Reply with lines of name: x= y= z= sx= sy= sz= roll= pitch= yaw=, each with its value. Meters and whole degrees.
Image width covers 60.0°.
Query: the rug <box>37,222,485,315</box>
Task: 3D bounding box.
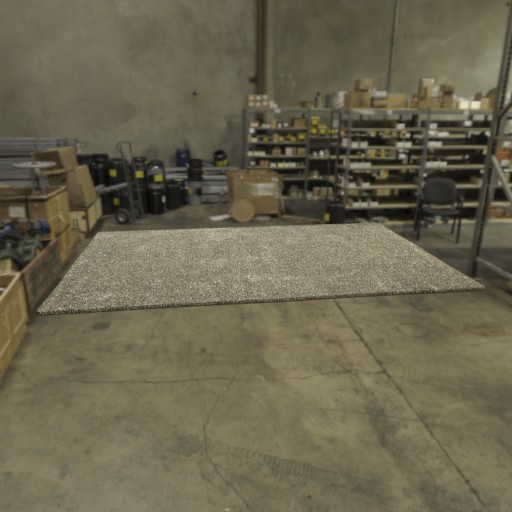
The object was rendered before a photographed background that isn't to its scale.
rug: x=0.000 y=0.000 z=2.993 sx=2.350 sy=0.025 sz=1.502 roll=-2 pitch=18 yaw=-7
